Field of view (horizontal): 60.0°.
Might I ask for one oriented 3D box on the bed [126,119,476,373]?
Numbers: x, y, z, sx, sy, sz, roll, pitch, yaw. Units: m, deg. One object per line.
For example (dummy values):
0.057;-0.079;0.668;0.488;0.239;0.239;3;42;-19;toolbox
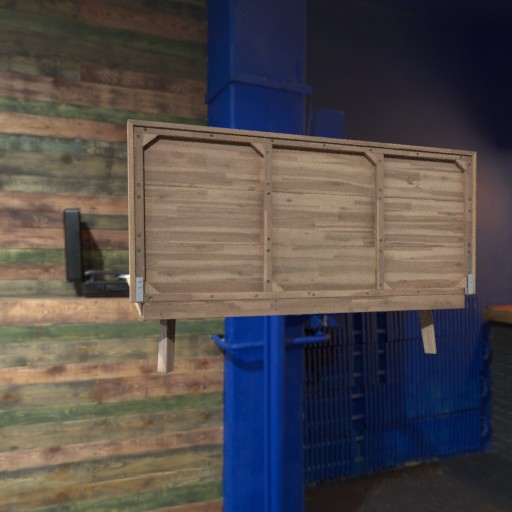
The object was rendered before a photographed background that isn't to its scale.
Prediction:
0.000;0.000;3.071;1.759;1.071;2.145;0;-1;-17;bed
